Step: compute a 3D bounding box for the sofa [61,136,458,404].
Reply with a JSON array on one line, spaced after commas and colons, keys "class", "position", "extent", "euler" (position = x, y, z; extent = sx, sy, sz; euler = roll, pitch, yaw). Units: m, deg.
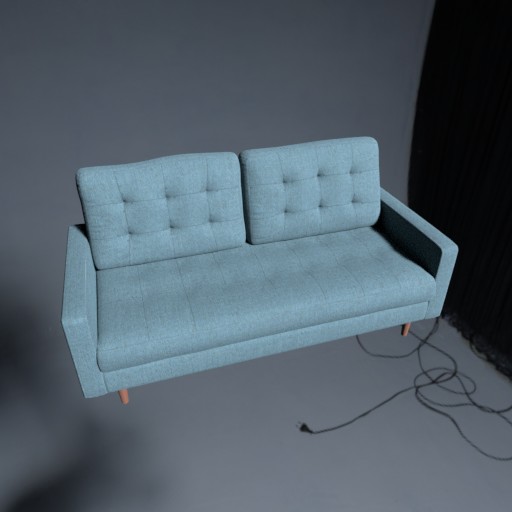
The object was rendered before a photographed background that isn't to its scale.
[{"class": "sofa", "position": [0.000, 0.000, 2.541], "extent": [2.010, 1.050, 0.966], "euler": [-10, 34, -15]}]
